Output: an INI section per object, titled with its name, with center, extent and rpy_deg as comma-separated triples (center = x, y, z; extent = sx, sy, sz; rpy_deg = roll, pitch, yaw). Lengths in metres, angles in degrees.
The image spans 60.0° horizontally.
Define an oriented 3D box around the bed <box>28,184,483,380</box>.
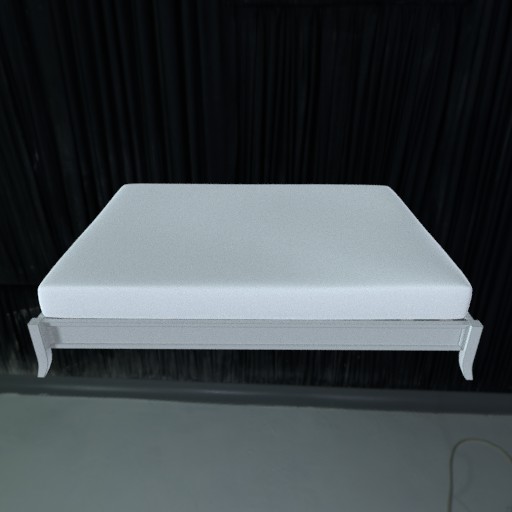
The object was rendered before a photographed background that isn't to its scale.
[bed]
center = 0.000, 0.000, 2.741
extent = 2.108, 0.510, 1.604
rpy_deg = 0, 27, 0
